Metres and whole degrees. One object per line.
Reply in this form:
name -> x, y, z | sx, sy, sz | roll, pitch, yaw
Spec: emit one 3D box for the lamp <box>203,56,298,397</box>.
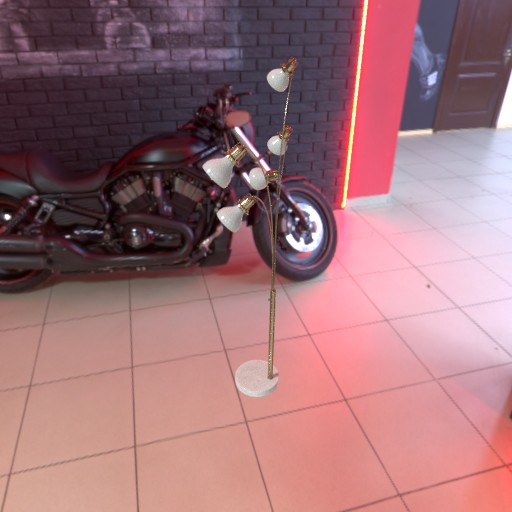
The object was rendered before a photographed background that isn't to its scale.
lamp -> 0.000, 0.000, 3.046 | 0.361, 2.423, 1.405 | 9, 31, 15
